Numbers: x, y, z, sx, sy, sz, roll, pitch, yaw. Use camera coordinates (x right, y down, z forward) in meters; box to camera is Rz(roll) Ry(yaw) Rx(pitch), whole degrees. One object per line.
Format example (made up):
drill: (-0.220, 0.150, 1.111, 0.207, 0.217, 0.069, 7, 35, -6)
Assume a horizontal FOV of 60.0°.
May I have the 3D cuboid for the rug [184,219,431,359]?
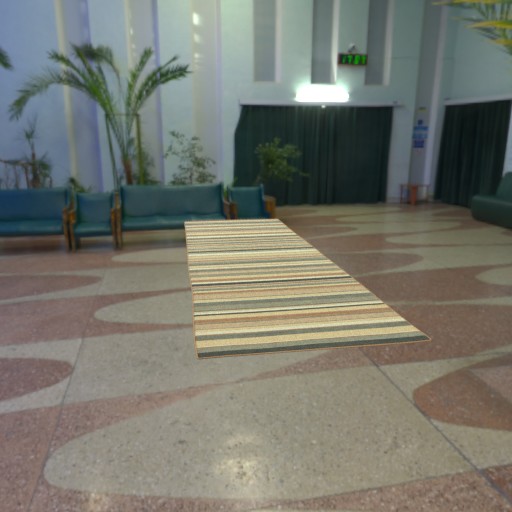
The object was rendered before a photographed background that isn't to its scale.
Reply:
rug: (0.000, 0.000, 2.600, 0.799, 0.010, 2.444, -2, 15, -9)
